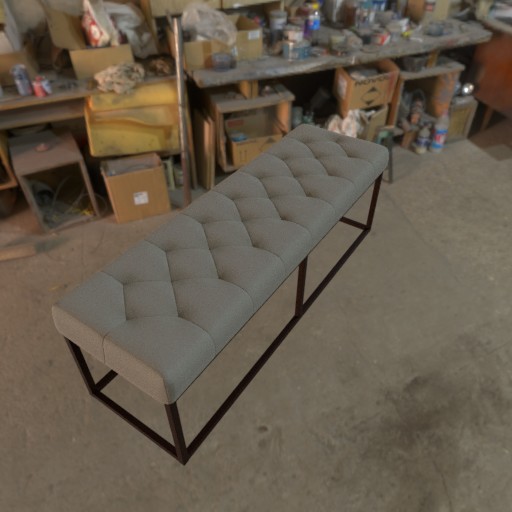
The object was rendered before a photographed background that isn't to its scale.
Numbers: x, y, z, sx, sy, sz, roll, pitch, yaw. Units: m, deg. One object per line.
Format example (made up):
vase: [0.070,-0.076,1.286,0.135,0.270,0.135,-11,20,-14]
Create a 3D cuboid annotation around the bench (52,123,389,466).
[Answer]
bench: [0.000,0.000,1.787,0.479,0.488,1.488,24,47,25]
